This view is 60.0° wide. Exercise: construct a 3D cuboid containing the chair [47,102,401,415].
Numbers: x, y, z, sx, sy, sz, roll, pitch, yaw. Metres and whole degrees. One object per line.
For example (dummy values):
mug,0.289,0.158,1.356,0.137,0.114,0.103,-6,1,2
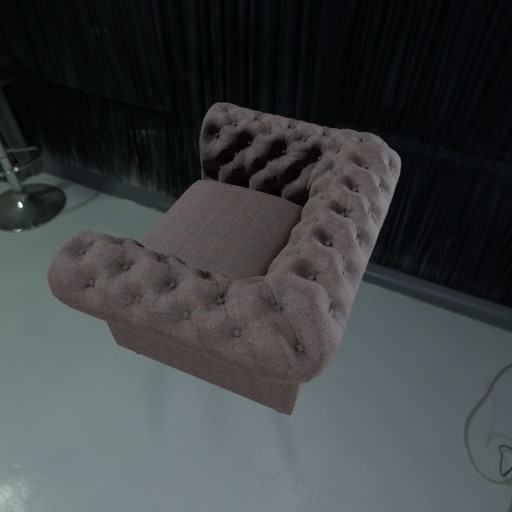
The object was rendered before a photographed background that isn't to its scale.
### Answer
chair,0.000,0.000,1.910,0.945,0.780,1.298,17,48,16
